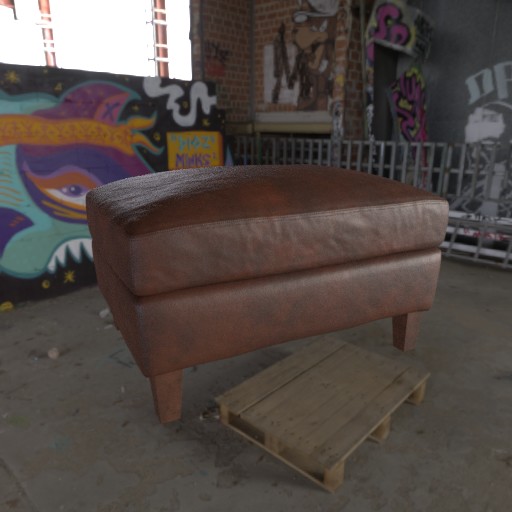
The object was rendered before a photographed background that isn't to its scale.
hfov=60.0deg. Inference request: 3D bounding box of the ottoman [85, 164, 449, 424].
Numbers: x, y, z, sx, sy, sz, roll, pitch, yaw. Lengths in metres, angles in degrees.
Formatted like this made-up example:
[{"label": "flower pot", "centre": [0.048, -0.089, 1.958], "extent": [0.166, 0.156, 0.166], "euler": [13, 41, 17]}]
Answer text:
[{"label": "ottoman", "centre": [0.000, 0.000, 1.308], "extent": [0.887, 0.527, 0.659], "euler": [-8, 18, -26]}]
